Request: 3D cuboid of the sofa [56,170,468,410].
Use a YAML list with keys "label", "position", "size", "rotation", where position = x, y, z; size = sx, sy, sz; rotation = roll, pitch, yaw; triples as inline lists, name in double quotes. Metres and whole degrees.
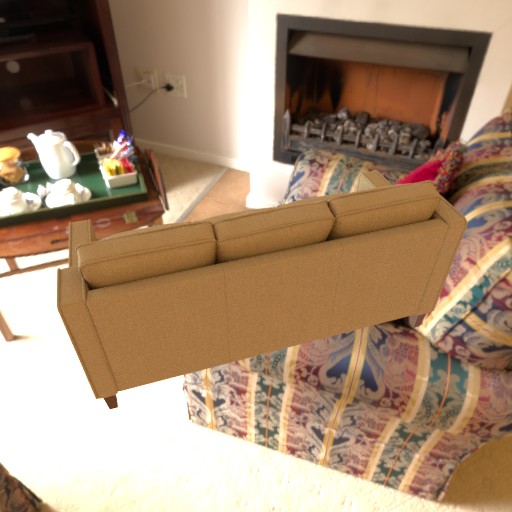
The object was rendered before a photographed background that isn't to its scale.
- label: "sofa"
  position: [0.000, 0.000, 2.568]
  size: [1.986, 0.974, 0.911]
  rotation: [-12, 42, -13]
